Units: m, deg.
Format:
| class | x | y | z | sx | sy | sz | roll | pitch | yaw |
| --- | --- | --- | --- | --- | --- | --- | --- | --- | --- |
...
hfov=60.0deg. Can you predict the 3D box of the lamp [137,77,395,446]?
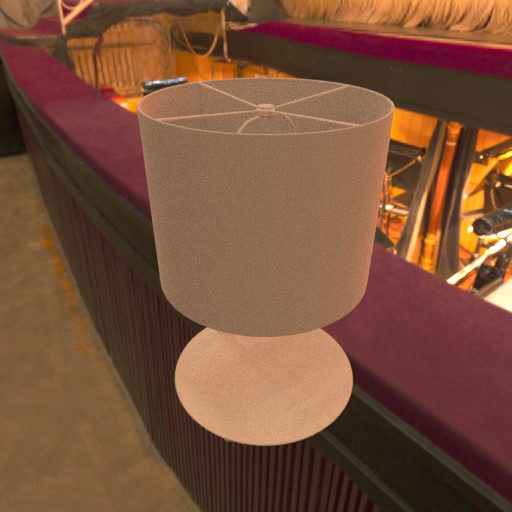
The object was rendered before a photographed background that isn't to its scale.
| class | x | y | z | sx | sy | sz | roll | pitch | yaw |
| --- | --- | --- | --- | --- | --- | --- | --- | --- | --- |
| lamp | 0.000 | 0.000 | 0.658 | 0.299 | 0.454 | 0.341 | -22 | 38 | -32 |
